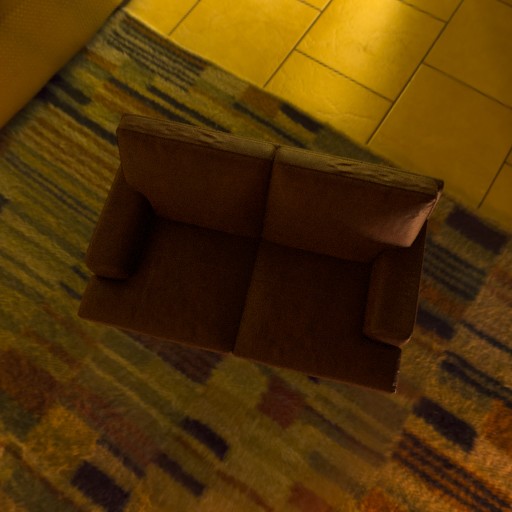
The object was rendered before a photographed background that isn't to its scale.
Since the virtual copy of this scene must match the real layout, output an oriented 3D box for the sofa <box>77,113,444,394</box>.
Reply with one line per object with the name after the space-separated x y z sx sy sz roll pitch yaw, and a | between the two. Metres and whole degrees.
0.000 0.000 2.531 1.880 0.939 1.143 13 74 4 | sofa
